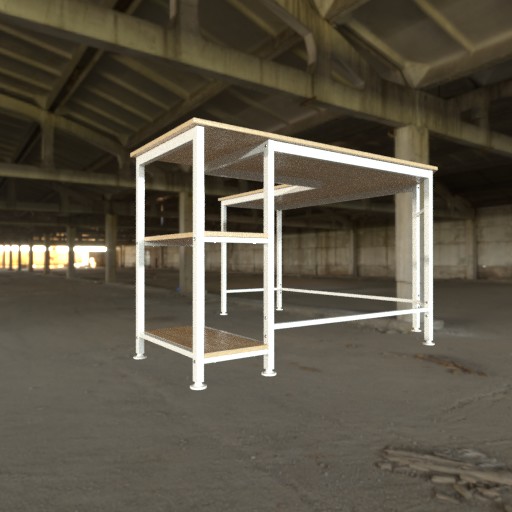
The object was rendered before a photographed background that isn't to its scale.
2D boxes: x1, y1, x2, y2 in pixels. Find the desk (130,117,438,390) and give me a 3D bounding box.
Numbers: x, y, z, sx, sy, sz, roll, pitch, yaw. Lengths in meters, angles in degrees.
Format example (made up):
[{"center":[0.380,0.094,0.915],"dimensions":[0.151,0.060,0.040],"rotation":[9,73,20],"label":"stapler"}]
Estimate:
[{"center":[0.000,0.000,2.155],"dimensions":[1.379,0.739,1.379],"rotation":[0,0,-35],"label":"desk"}]
